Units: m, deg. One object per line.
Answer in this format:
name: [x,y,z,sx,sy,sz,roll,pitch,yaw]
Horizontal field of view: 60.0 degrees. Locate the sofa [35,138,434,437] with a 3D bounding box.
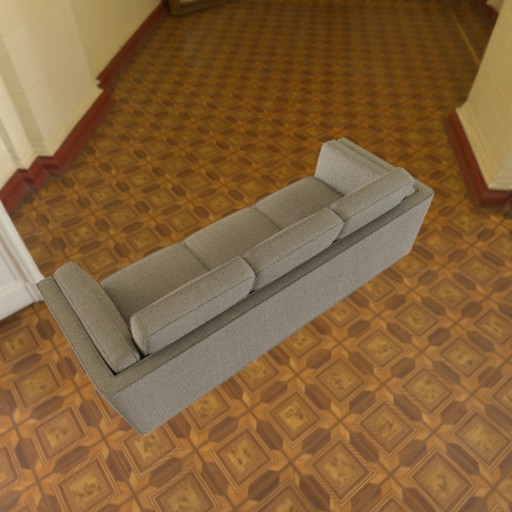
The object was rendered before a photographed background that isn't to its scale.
sofa: [0.000,0.000,2.802,2.362,0.899,0.903,-30,53,-25]
